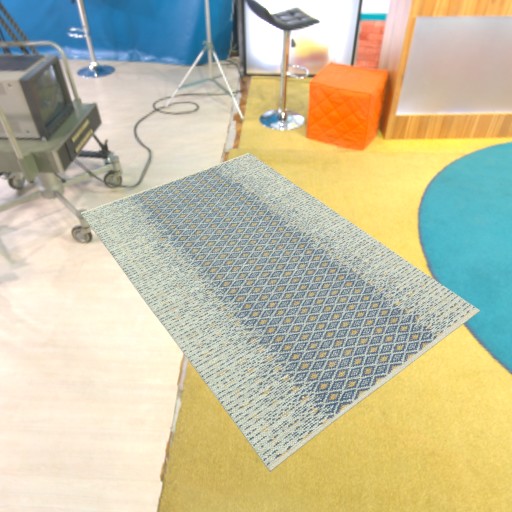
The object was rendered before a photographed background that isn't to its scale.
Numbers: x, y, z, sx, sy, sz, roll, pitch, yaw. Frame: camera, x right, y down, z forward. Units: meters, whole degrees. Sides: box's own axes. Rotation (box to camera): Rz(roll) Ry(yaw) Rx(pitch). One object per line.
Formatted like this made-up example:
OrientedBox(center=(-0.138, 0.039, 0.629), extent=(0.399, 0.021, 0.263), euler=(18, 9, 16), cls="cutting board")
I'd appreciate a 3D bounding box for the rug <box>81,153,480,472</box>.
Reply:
OrientedBox(center=(0.000, 0.000, 2.320), extent=(1.219, 0.005, 1.828), euler=(-26, 48, -26), cls="rug")
